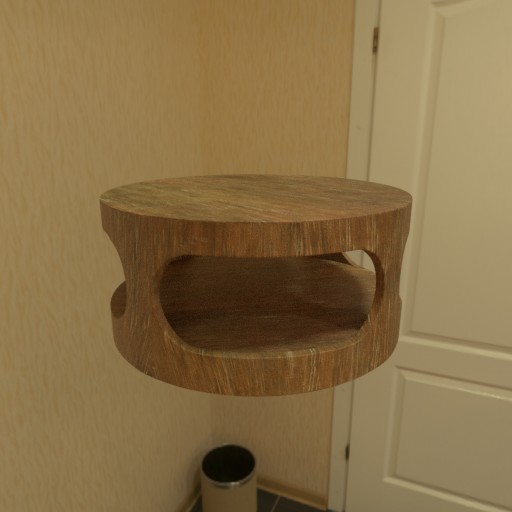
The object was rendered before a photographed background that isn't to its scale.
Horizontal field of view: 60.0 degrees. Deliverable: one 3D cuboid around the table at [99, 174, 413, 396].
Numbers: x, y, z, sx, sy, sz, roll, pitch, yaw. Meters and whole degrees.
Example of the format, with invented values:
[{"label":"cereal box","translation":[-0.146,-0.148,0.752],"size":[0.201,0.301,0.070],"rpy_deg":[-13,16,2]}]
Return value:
[{"label":"table","translation":[0.000,0.000,1.519],"size":[0.974,0.450,0.974],"rpy_deg":[0,17,0]}]
